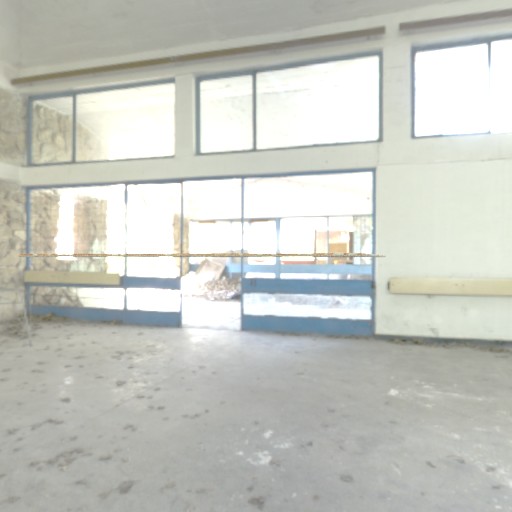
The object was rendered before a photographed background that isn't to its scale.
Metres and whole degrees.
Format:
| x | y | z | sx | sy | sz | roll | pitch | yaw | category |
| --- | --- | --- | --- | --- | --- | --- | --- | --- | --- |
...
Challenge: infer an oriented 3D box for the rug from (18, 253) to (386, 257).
| x | y | z | sx | sy | sz | roll | pitch | yaw | category |
| --- | --- | --- | --- | --- | --- | --- | --- | --- | --- |
| 0.000 | 0.000 | 2.280 | 1.219 | 0.011 | 1.829 | 0 | 0 | 18 | rug |
